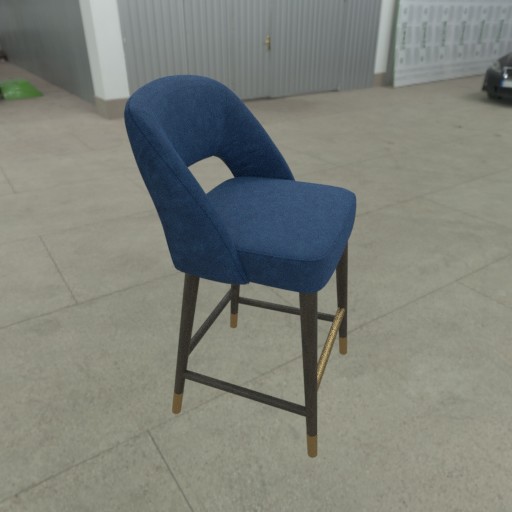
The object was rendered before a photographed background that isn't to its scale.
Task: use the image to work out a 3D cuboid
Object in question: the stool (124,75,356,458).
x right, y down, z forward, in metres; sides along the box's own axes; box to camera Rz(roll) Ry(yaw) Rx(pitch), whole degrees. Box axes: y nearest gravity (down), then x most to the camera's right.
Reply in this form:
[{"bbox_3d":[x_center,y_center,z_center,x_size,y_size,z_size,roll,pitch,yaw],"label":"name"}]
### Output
[{"bbox_3d":[0.000,0.000,1.252,0.524,0.925,0.536,10,31,18],"label":"stool"}]
